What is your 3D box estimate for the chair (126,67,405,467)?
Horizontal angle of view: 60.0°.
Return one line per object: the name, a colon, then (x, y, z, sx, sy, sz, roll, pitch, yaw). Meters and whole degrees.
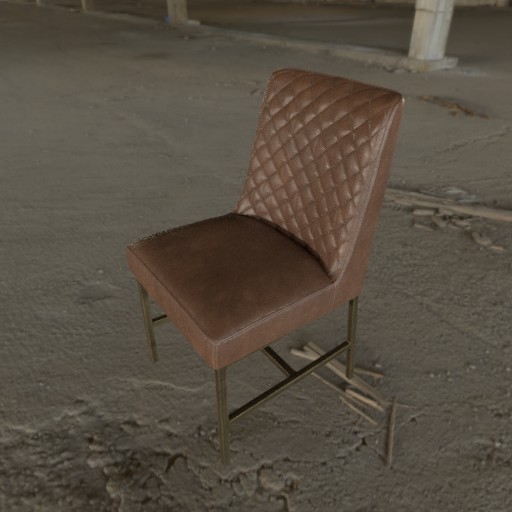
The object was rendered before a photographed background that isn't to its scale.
chair: (0.000, 0.000, 1.243, 0.587, 0.889, 0.508, -21, 38, -29)
